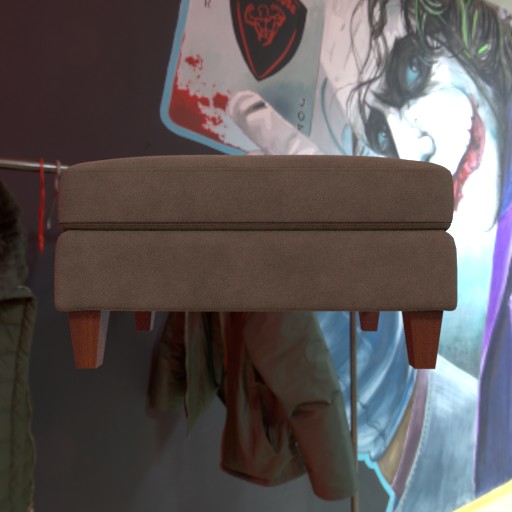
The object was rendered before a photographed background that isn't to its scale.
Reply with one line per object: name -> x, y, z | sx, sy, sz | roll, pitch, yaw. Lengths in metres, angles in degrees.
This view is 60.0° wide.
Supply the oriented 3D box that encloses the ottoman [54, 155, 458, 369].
ottoman -> 0.000, 0.000, 1.202 | 0.864, 0.483, 0.584 | 0, 0, 0
